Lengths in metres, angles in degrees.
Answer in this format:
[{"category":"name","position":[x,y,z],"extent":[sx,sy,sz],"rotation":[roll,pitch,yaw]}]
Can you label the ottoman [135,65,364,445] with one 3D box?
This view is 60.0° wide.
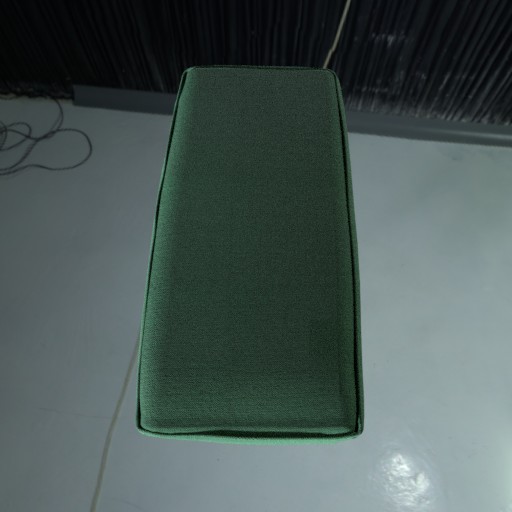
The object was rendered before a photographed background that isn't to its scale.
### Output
[{"category":"ottoman","position":[0.000,0.000,1.212],"extent":[0.483,0.471,0.957],"rotation":[2,65,1]}]
